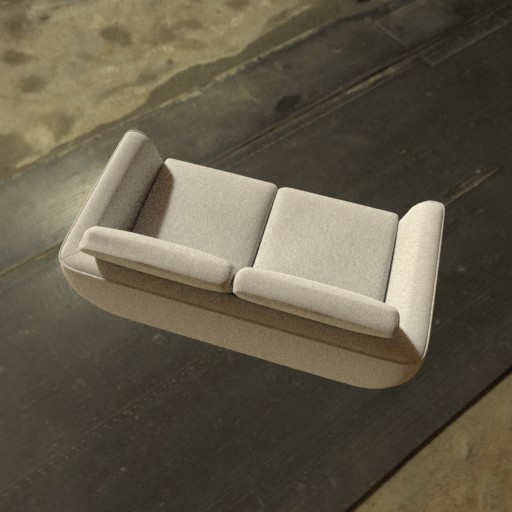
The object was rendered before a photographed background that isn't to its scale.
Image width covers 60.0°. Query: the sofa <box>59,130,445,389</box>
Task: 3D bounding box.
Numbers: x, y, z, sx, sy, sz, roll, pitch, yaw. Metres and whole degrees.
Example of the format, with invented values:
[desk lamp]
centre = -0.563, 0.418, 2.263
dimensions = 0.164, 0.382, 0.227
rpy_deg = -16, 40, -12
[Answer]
[sofa]
centre = 0.000, 0.000, 2.249
dimensions = 1.700, 0.850, 0.920
rpy_deg = 15, 64, 7
